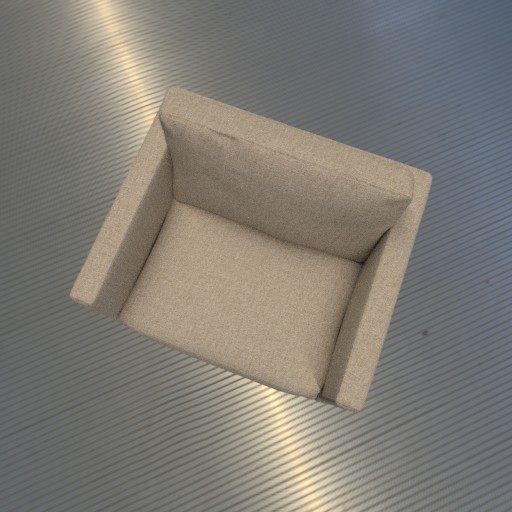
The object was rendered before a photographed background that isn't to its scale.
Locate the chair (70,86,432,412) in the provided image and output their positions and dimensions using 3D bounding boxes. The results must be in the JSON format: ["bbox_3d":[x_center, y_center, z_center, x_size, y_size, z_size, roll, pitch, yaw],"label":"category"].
[{"bbox_3d":[0.000,0.000,1.869,1.107,0.961,0.959,20,76,5],"label":"chair"}]
